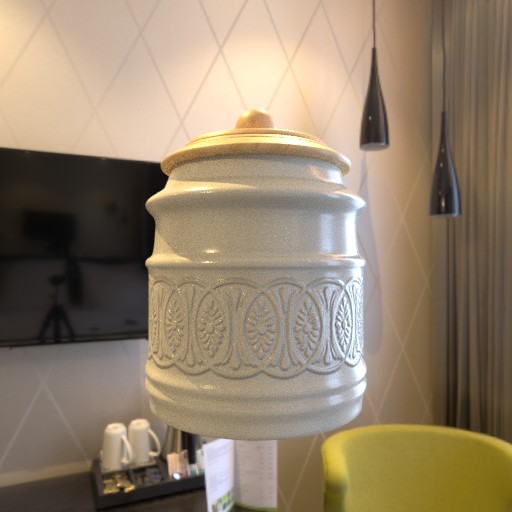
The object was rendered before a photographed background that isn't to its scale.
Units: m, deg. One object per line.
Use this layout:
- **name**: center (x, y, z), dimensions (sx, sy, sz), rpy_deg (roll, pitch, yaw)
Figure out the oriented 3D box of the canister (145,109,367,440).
- **canister**: center (0.000, 0.000, 0.268), dimensions (0.130, 0.176, 0.130), rpy_deg (0, -1, 0)
